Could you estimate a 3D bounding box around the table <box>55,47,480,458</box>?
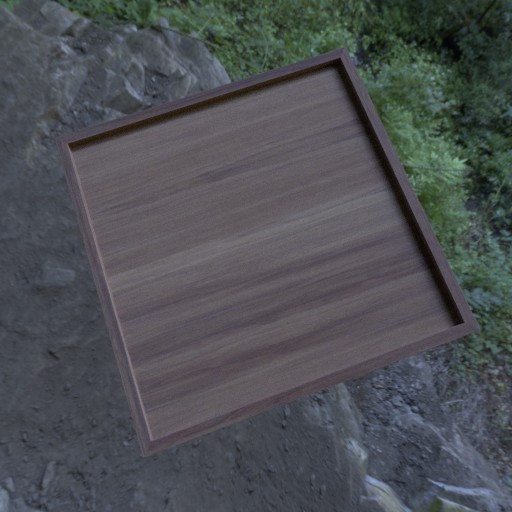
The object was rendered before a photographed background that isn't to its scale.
[{"bbox_3d":[0.000,0.000,1.127,0.679,0.464,0.676,-19,77,-5],"label":"table"}]
